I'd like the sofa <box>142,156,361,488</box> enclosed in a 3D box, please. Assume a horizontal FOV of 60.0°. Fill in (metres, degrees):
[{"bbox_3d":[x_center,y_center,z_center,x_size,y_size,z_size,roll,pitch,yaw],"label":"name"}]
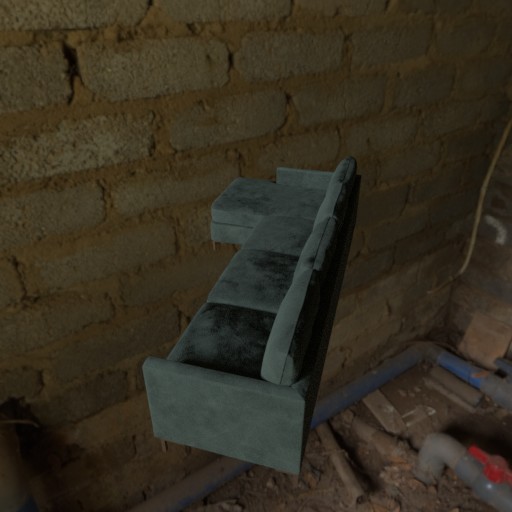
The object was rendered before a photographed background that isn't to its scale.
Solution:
[{"bbox_3d":[0.000,0.000,3.888,1.500,0.967,3.400,8,32,14],"label":"sofa"}]
